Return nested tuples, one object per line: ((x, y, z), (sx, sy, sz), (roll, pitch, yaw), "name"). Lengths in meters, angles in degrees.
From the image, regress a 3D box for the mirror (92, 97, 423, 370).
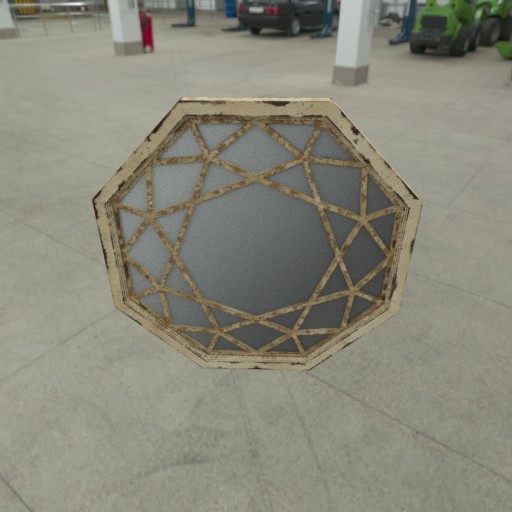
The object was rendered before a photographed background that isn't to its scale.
((0.000, 0.000, 0.949), (0.648, 0.648, 0.031), (1, 32, 1), "mirror")
